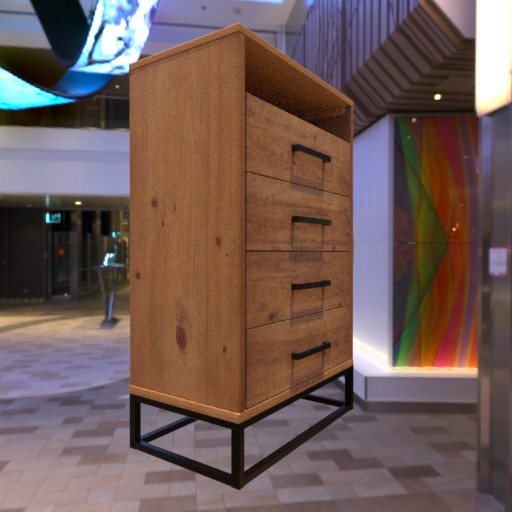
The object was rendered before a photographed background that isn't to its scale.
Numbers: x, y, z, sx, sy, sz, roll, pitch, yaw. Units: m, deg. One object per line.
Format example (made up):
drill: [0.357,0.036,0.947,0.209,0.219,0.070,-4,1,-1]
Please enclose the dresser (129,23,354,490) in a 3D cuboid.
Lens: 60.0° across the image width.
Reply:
dresser: [0.000,0.000,1.605,0.479,1.240,0.761,0,1,35]
